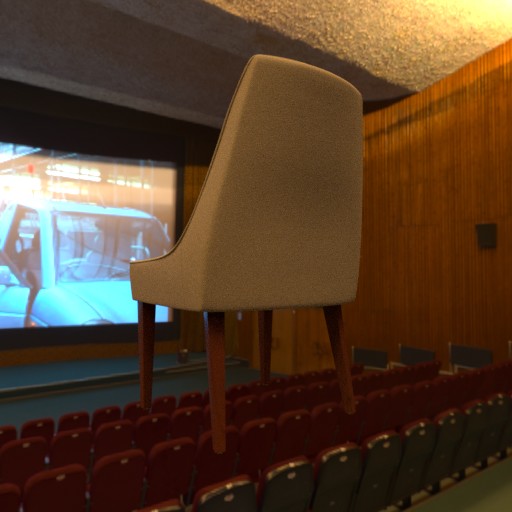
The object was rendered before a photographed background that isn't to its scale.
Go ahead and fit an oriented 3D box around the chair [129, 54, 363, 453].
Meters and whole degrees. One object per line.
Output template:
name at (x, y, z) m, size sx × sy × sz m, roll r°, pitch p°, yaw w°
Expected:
chair at (0.000, 0.000, 1.223) m, size 0.529 × 0.861 × 0.544 m, roll 1°, pitch -2°, yaw -37°
